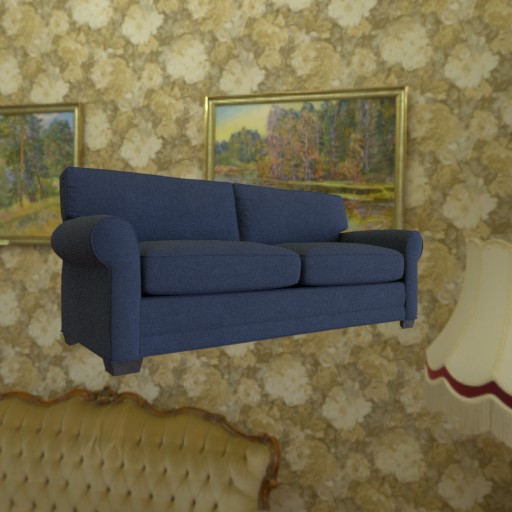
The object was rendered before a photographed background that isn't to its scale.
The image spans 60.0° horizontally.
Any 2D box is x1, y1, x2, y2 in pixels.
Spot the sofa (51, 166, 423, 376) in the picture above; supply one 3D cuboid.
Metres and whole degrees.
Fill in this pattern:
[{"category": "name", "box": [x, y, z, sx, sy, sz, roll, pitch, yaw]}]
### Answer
[{"category": "sofa", "box": [0.000, 0.000, 2.883, 2.391, 1.026, 0.954, 0, 1, -36]}]
